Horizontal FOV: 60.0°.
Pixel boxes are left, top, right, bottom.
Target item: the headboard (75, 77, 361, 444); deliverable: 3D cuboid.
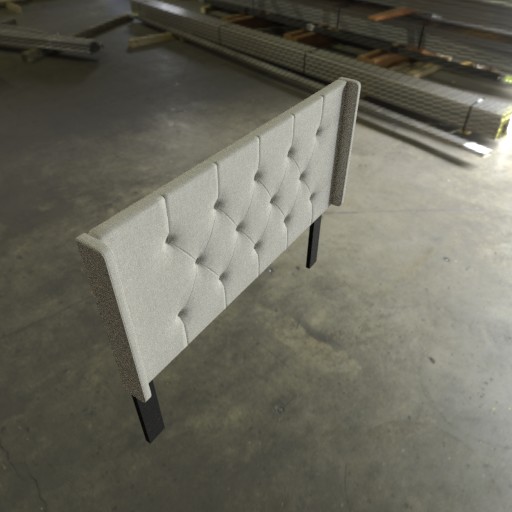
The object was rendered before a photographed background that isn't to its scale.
[{"bbox_3d":[0.000,0.000,2.648,0.184,1.524,2.051,24,46,26],"label":"headboard"}]
